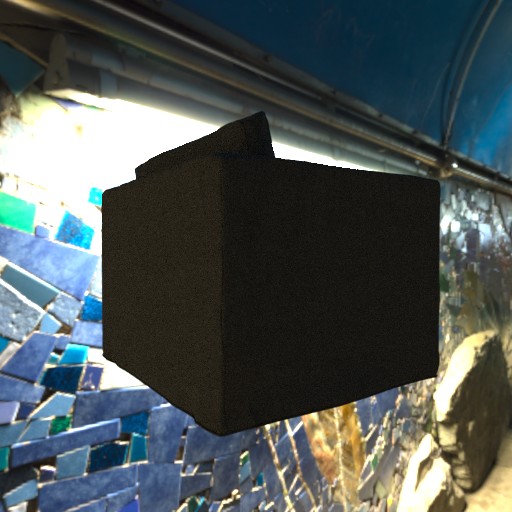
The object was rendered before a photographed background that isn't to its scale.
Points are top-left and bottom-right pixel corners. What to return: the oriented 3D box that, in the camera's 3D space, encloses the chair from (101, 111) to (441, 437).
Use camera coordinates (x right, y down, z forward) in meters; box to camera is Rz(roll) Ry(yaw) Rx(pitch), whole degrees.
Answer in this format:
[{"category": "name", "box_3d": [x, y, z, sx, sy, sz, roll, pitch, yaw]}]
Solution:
[{"category": "chair", "box_3d": [0.000, 0.000, 1.750, 0.949, 0.863, 1.057, -1, 2, -35]}]
